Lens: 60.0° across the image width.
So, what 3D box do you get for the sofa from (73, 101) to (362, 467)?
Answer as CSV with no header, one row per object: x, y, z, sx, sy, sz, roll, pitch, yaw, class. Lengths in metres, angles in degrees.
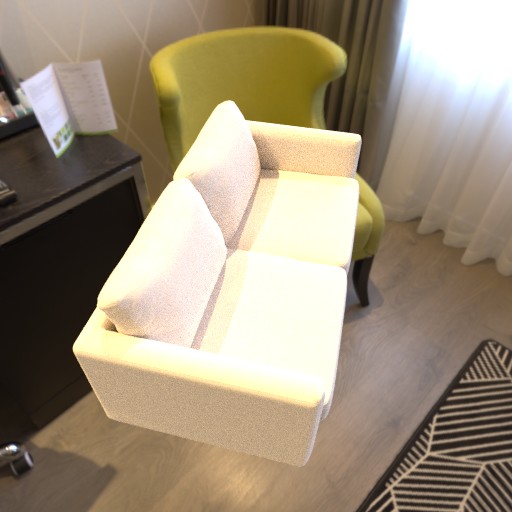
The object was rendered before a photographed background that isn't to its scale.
0.000,0.000,2.231,0.940,0.893,1.713,10,47,9,sofa
